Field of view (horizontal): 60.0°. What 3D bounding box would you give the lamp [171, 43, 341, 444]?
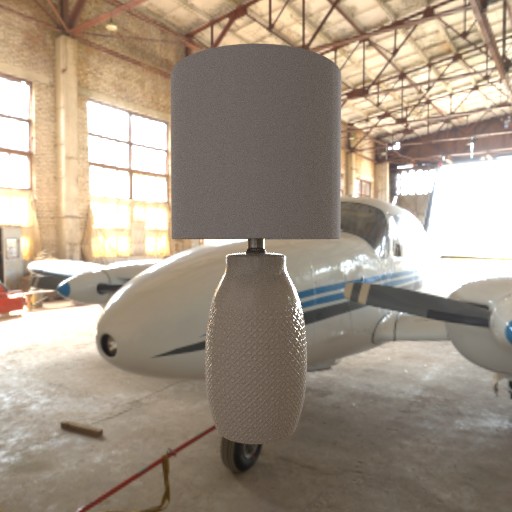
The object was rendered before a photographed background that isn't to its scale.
[{"bbox_3d":[0.000,0.000,0.580,0.217,0.453,0.217,-1,2,-18],"label":"lamp"}]
